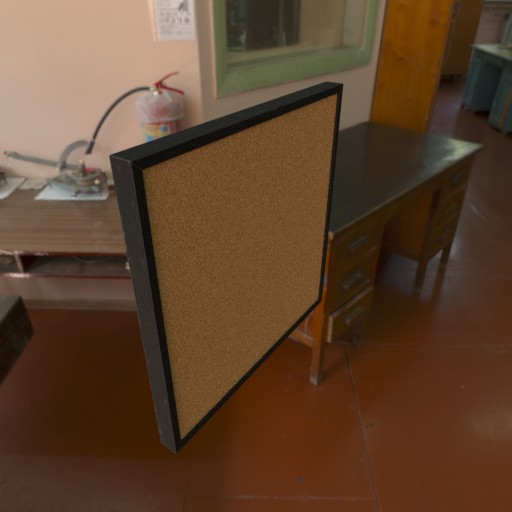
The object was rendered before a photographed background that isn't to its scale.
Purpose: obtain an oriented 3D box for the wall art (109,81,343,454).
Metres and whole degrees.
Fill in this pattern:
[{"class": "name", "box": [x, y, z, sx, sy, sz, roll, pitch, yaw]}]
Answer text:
[{"class": "wall art", "box": [0.000, 0.000, 0.786, 0.036, 0.506, 0.506, 21, 38, 29]}]
